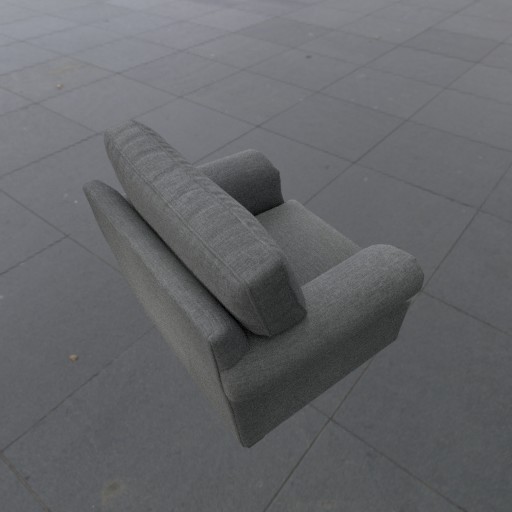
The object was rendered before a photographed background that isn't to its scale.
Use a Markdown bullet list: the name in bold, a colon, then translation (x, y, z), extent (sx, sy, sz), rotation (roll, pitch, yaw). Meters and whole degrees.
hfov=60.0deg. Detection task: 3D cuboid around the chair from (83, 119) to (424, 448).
- **chair**: translation (0.000, 0.000, 1.804), extent (0.965, 0.961, 1.092), rotation (-27, 49, -26)
